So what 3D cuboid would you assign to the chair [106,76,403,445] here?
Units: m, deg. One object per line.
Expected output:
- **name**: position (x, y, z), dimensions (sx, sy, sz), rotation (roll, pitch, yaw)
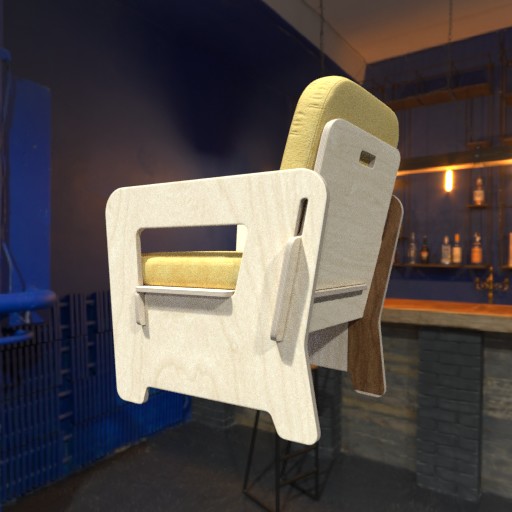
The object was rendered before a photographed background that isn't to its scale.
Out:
- **chair**: position (0.000, 0.000, 1.272), dimensions (0.710, 0.800, 0.590), rotation (0, 0, 36)
